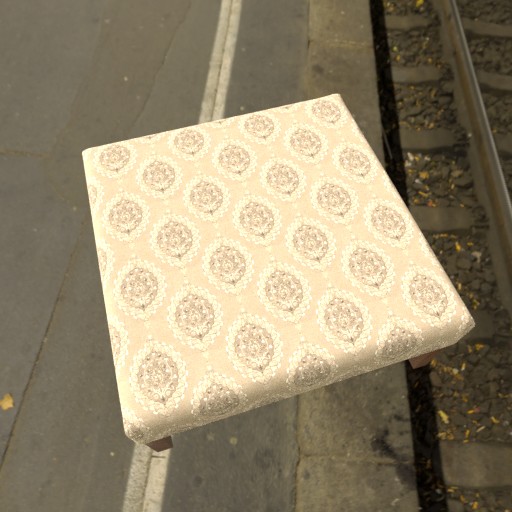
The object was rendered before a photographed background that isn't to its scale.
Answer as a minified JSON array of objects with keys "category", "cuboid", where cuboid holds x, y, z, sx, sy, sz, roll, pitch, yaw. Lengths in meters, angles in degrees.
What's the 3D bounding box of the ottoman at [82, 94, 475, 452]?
[{"category":"ottoman","cuboid":[0.000,0.000,1.388,0.889,0.411,0.890,-15,61,-9]}]
